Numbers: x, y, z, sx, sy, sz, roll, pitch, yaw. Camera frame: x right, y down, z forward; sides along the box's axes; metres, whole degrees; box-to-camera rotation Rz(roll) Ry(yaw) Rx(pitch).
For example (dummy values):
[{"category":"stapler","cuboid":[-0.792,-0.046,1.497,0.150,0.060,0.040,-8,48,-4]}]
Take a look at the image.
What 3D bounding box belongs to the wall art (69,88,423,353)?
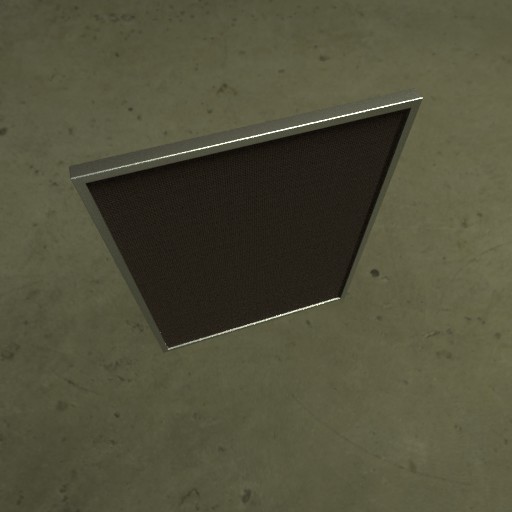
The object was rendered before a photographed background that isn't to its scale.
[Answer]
[{"category":"wall art","cuboid":[0.000,0.000,1.423,0.801,1.062,0.037,-15,60,-9]}]
